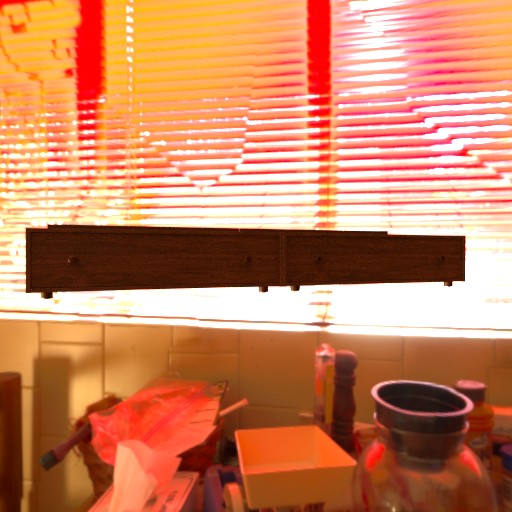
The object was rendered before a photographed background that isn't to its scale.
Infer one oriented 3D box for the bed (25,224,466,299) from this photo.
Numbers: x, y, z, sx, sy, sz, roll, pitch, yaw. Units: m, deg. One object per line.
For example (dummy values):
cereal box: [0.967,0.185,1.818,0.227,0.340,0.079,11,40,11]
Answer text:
bed: [0.000,0.000,2.322,2.057,0.326,0.787,0,0,-19]
